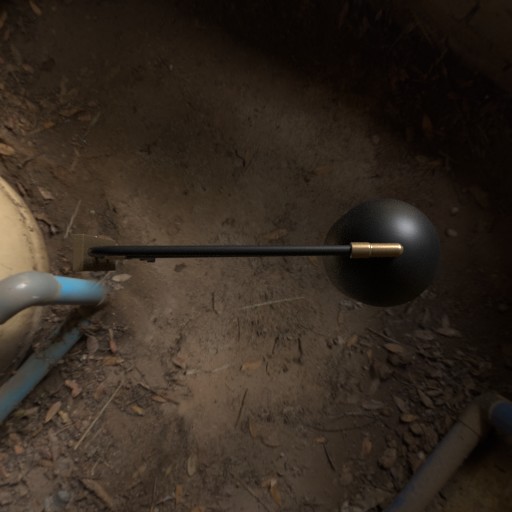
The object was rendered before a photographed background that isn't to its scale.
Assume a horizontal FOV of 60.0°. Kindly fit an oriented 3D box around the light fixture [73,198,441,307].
[{"bbox_3d":[0.000,0.000,1.090,0.720,0.696,0.215,0,88,0],"label":"light fixture"}]
